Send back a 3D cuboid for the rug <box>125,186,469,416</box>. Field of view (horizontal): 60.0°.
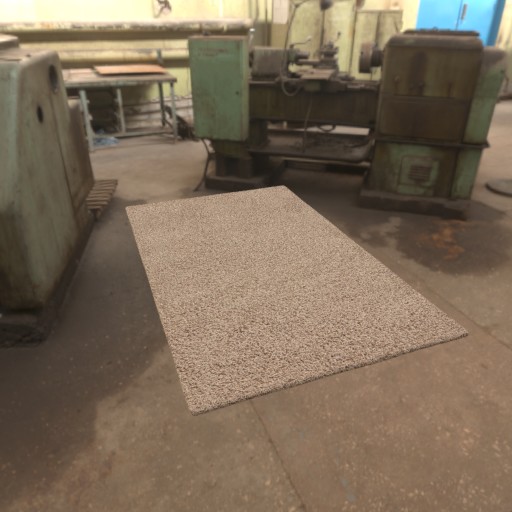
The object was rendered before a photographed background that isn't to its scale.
[{"bbox_3d":[0.000,0.000,3.127,1.524,0.030,2.438,-10,31,-18],"label":"rug"}]
